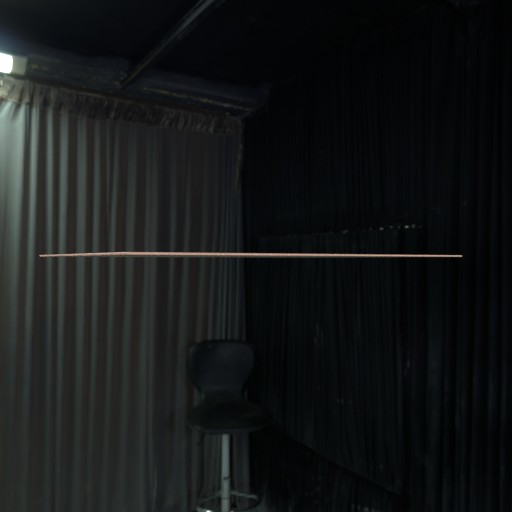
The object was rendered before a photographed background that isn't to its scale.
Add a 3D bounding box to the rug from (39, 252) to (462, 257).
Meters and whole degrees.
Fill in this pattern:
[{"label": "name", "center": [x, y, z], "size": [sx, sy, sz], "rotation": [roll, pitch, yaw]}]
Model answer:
[{"label": "rug", "center": [0.000, 0.000, 2.296], "size": [1.829, 0.008, 1.219], "rotation": [0, -1, -37]}]
